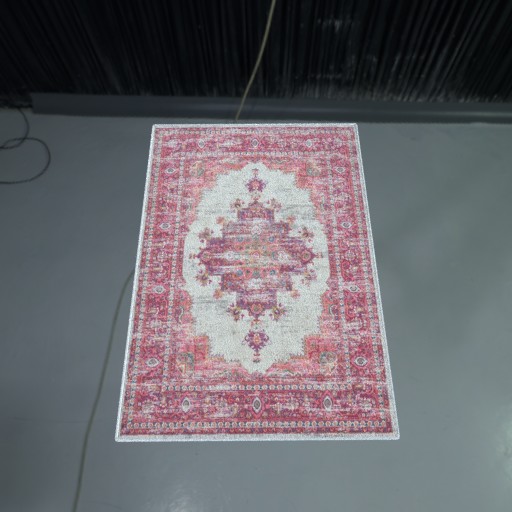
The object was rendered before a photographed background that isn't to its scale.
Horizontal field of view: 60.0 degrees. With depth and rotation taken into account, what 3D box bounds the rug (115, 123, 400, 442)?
[{"bbox_3d":[0.000,0.000,2.270,1.217,0.011,1.747,0,64,0],"label":"rug"}]
